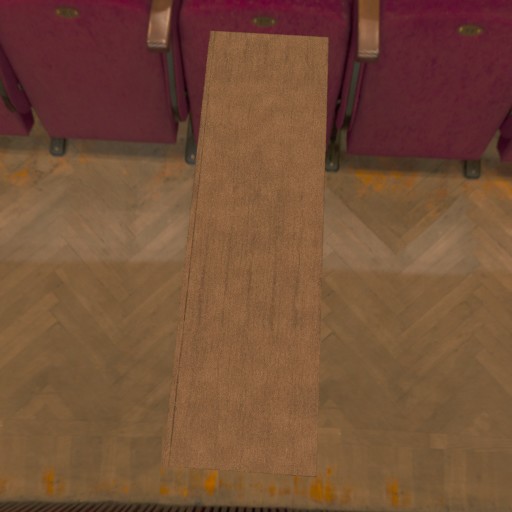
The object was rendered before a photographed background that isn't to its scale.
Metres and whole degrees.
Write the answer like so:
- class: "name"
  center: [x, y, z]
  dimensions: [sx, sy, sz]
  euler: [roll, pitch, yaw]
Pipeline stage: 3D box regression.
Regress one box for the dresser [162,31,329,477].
- class: "dresser"
  center: [0.000, 0.000, 2.014]
  dimensions: [0.483, 0.889, 1.628]
  euler: [4, 75, 1]
